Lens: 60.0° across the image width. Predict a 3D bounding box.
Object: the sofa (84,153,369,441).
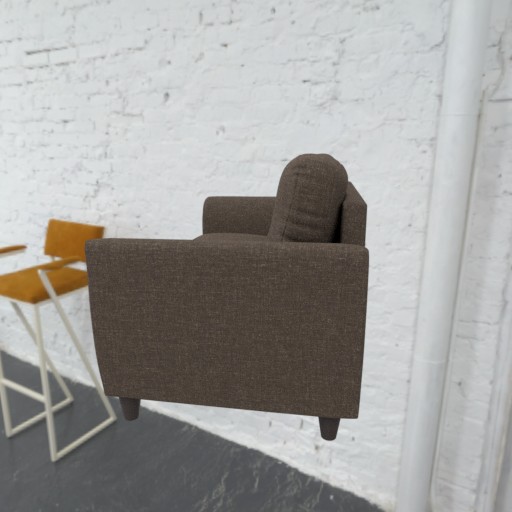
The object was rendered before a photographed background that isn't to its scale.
[{"bbox_3d":[0.000,0.000,1.960,0.851,0.885,1.423,2,13,9],"label":"sofa"}]
